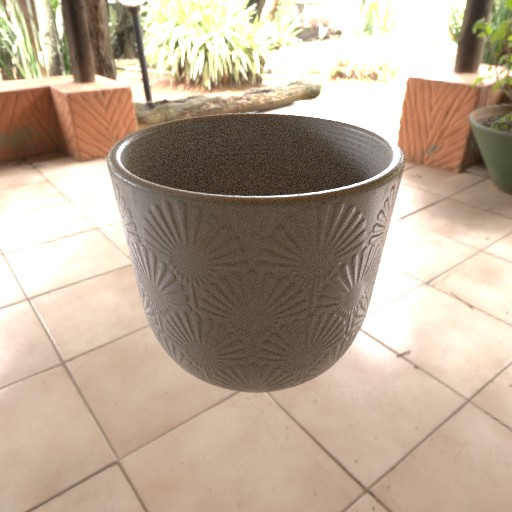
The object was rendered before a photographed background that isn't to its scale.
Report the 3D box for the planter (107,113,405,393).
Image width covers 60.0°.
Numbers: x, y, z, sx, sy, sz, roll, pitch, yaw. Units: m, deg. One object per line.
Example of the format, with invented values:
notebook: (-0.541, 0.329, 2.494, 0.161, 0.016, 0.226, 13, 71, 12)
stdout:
planter: (0.000, 0.000, 0.299, 0.170, 0.152, 0.170, 0, 30, 0)
